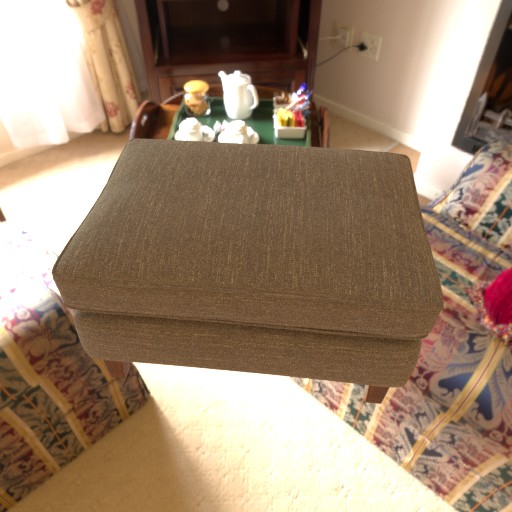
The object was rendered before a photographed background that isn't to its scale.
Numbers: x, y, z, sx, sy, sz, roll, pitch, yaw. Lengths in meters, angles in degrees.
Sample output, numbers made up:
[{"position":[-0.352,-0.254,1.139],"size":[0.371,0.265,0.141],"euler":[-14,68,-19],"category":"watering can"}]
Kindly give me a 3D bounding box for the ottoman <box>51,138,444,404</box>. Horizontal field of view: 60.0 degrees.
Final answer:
[{"position":[0.000,0.000,0.997],"size":[0.686,0.406,0.508],"euler":[4,45,4],"category":"ottoman"}]
